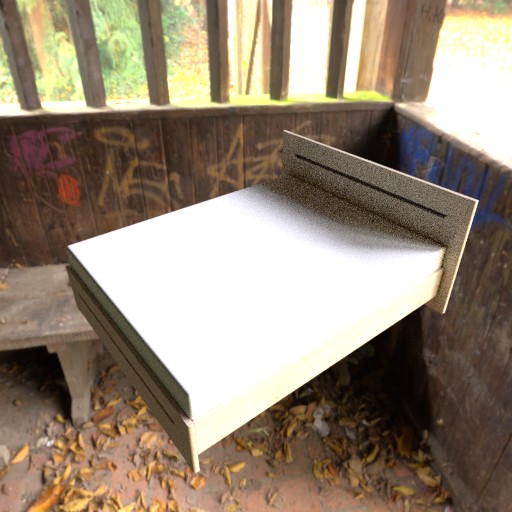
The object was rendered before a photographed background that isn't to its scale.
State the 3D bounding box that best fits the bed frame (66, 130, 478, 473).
[{"bbox_3d":[0.000,0.000,3.033,2.080,0.900,1.800,-23,40,-31],"label":"bed frame"}]
